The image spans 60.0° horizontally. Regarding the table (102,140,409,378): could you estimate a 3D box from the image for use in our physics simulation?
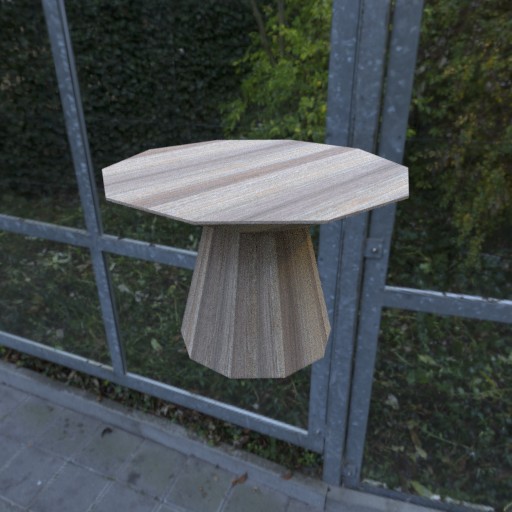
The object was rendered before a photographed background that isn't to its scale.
[{"bbox_3d":[0.000,0.000,1.881,1.186,0.752,1.186,0,26,0],"label":"table"}]
